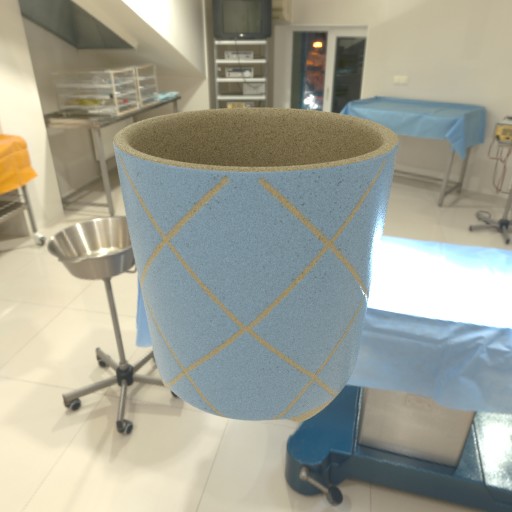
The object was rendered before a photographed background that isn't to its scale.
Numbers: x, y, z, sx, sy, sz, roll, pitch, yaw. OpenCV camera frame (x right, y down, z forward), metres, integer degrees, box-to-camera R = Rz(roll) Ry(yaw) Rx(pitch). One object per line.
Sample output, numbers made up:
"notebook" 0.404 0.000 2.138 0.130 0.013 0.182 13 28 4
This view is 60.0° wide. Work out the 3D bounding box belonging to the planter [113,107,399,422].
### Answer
"planter" 0.000 0.000 0.420 0.227 0.235 0.227 0 28 0
